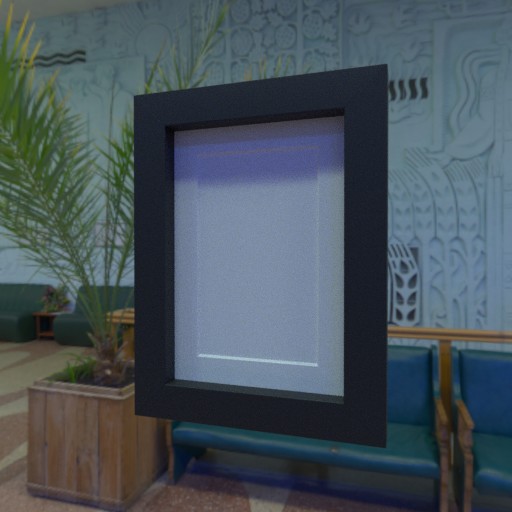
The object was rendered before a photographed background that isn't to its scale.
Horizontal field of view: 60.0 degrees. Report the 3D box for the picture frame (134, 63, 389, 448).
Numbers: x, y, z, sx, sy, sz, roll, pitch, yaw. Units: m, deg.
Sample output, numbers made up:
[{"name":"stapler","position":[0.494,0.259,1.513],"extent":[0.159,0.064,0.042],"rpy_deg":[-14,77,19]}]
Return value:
[{"name":"picture frame","position":[0.000,0.000,0.276],"extent":[0.157,0.208,0.028],"rpy_deg":[0,1,18]}]
